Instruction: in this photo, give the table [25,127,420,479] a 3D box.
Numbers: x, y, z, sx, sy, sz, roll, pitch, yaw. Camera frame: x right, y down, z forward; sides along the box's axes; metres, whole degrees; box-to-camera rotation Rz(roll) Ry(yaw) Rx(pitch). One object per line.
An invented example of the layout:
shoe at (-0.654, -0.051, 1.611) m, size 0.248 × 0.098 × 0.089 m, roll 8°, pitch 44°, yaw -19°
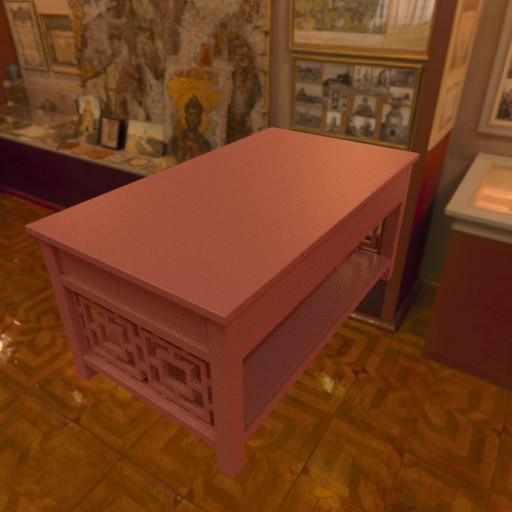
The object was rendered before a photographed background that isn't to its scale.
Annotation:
table at (0.000, 0.000, 1.404) m, size 0.612 × 0.493 × 1.068 m, roll 20°, pitch 36°, yaw 29°
